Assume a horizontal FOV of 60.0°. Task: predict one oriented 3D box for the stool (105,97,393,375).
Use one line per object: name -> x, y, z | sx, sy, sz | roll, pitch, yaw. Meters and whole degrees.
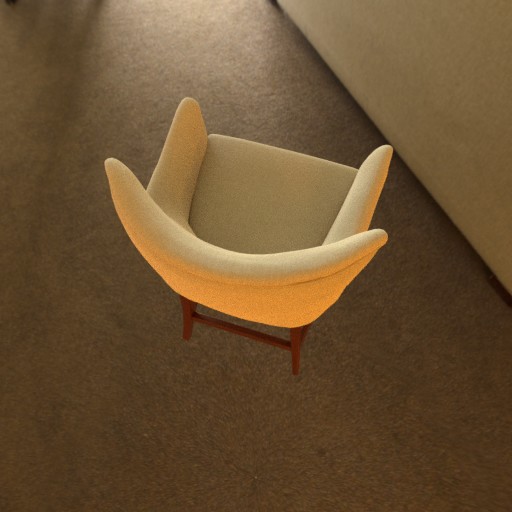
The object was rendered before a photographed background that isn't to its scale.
stool -> 0.000, 0.000, 1.348 | 0.601, 0.951, 0.570 | 16, 65, 8
